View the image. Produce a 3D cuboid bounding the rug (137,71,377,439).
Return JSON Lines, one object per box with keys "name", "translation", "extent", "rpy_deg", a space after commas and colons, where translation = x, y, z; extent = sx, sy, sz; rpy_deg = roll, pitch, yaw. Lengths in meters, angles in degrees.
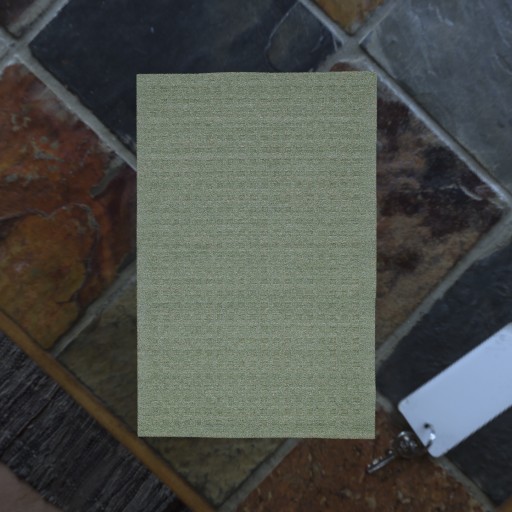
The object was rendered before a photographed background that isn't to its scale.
{"name": "rug", "translation": [0.000, 0.000, 2.119], "extent": [1.143, 0.006, 1.747], "rpy_deg": [0, 91, 1]}
